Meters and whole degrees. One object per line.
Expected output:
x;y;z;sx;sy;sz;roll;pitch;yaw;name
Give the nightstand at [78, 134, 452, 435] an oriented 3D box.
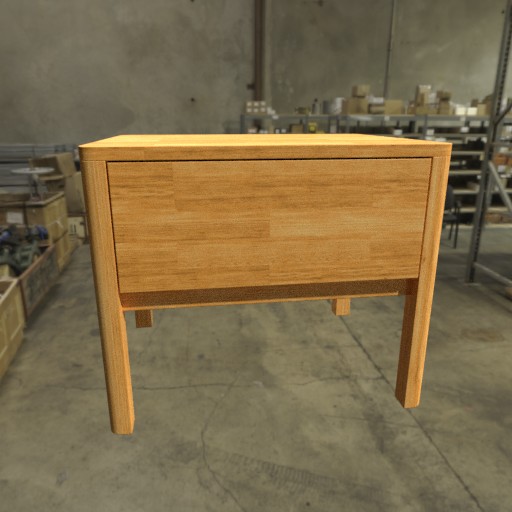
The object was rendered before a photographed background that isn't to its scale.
0.000;0.000;0.916;0.560;0.470;0.440;-2;17;-8;nightstand
